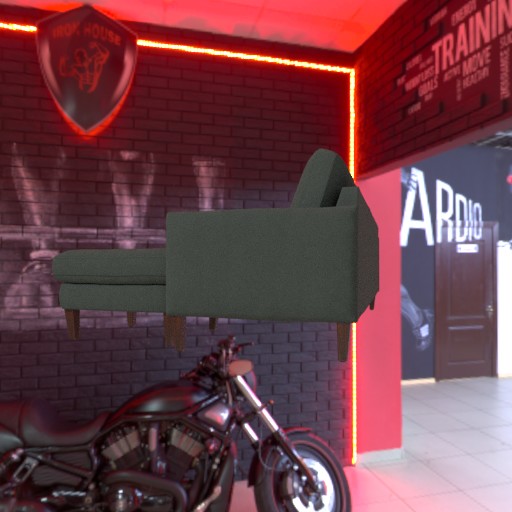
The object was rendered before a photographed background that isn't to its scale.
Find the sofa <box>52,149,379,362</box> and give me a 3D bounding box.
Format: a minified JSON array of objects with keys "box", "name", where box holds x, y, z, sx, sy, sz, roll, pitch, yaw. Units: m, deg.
[{"box":[0.000,0.000,2.946,1.506,0.876,2.178,0,-1,18],"name":"sofa"}]
